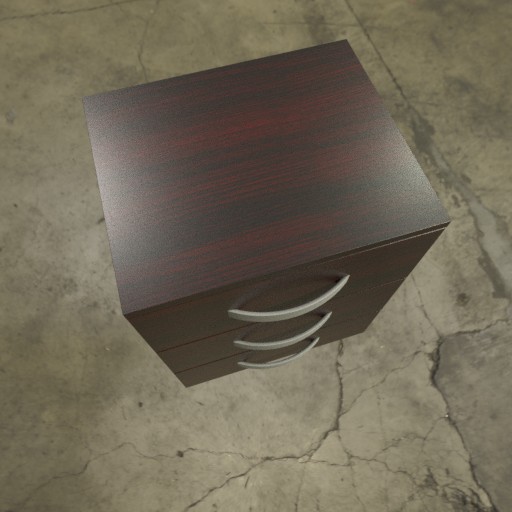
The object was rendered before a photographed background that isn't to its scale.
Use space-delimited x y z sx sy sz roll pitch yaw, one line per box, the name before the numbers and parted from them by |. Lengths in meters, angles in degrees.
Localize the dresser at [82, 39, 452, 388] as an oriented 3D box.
dresser | 0.000 0.000 0.825 0.400 0.560 0.360 -16 65 -7
